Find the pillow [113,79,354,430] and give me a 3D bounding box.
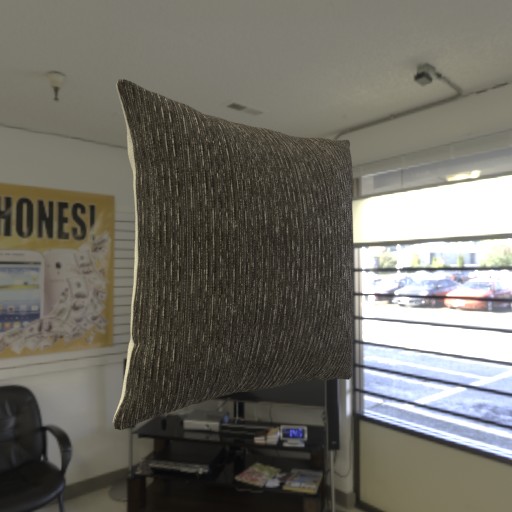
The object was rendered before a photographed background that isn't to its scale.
[{"bbox_3d":[0.000,0.000,0.672,0.433,0.434,0.196,1,-2,-37],"label":"pillow"}]
